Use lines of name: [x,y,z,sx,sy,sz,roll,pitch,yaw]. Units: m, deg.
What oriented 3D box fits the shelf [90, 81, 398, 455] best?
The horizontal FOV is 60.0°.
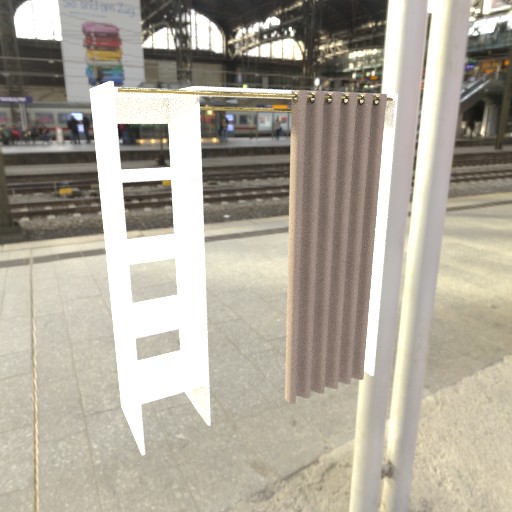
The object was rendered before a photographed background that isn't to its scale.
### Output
shelf: [0.000,0.000,2.606,1.600,1.820,0.500,-9,19,-27]
